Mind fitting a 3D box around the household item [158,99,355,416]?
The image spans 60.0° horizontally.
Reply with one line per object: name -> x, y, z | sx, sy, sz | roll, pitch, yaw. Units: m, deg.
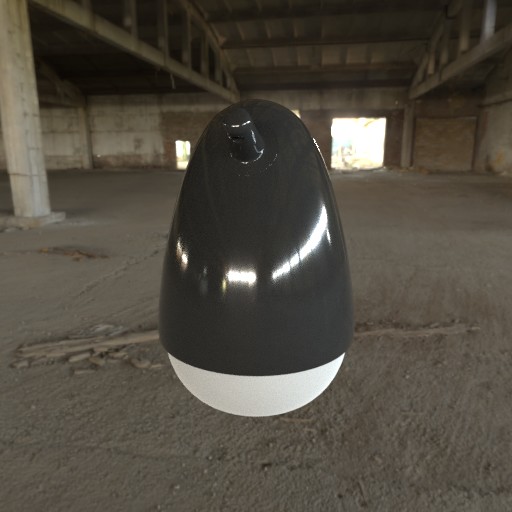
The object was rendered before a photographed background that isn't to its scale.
household item -> 0.000, 0.000, 0.226 | 0.102, 0.152, 0.104 | 2, 14, 8
